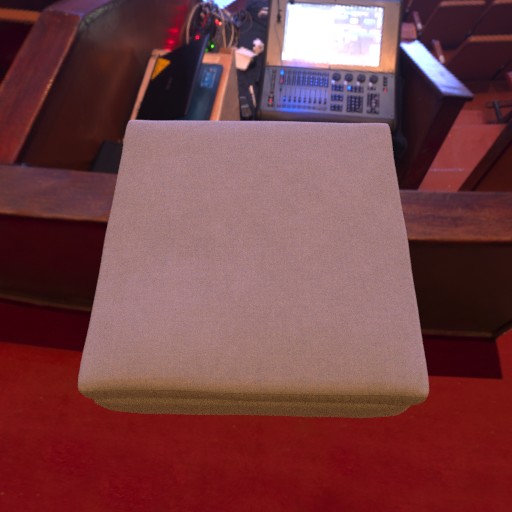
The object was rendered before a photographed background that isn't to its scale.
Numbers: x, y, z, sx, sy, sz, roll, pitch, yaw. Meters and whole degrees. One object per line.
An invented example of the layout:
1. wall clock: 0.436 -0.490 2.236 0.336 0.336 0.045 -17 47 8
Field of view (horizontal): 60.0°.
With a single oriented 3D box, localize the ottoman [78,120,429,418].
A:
1. ottoman: 0.000 0.000 1.804 1.171 0.517 1.203 1 64 0
